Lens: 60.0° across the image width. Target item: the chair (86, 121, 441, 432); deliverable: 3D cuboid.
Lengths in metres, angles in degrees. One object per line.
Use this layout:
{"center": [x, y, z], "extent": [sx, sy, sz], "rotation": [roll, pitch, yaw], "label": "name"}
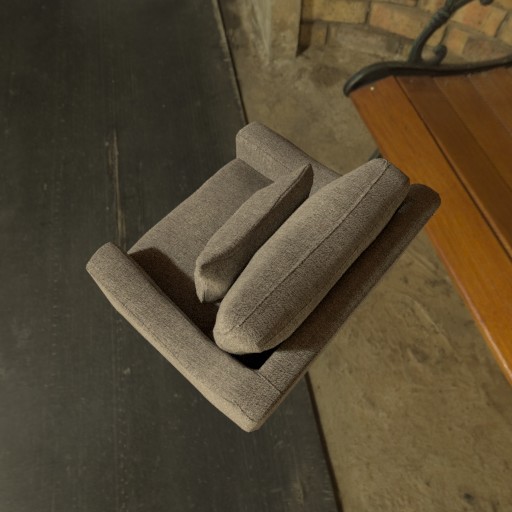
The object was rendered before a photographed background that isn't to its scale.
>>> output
{"center": [0.000, 0.000, 1.987], "extent": [1.009, 1.037, 1.138], "rotation": [38, 69, 18], "label": "chair"}
